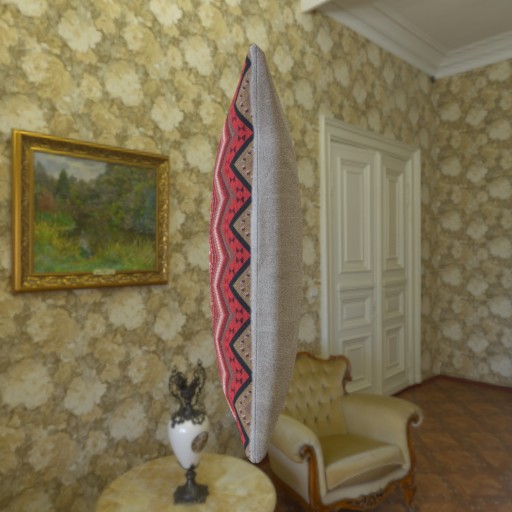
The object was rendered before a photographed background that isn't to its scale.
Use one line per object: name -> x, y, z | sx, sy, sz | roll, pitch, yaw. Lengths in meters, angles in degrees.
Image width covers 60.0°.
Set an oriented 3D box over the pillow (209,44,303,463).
pillow -> 0.000, 0.000, 0.791 | 0.158, 0.511, 0.513 | 0, 0, 0
